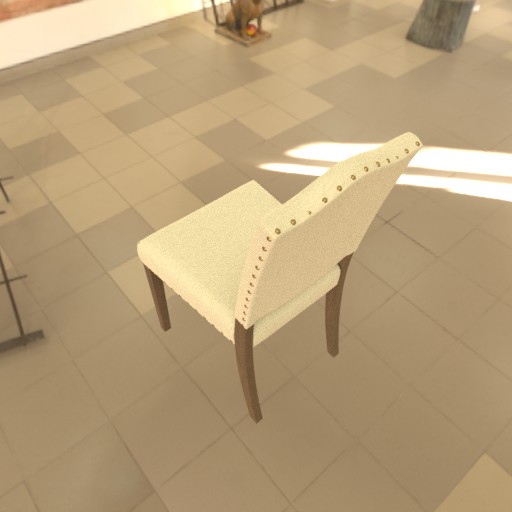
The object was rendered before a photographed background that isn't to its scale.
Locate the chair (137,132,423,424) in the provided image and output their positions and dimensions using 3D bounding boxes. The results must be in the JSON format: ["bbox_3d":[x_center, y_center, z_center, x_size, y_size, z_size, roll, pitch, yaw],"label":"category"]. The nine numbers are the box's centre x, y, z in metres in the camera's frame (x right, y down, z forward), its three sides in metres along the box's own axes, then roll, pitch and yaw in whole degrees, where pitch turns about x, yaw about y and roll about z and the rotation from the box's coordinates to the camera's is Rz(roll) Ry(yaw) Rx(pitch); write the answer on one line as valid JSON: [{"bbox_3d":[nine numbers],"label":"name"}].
[{"bbox_3d":[0.000,0.000,1.360,0.508,1.015,0.619,-33,56,-25],"label":"chair"}]
